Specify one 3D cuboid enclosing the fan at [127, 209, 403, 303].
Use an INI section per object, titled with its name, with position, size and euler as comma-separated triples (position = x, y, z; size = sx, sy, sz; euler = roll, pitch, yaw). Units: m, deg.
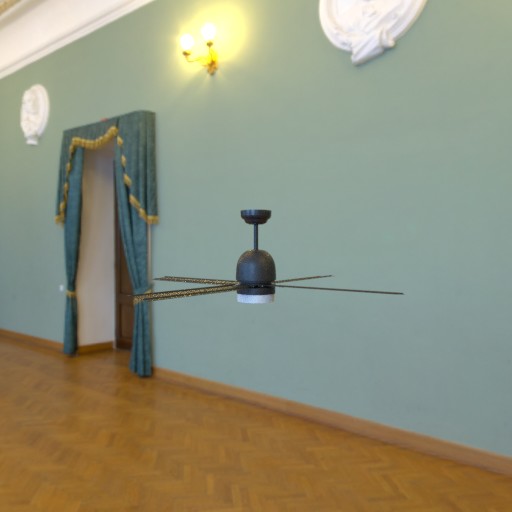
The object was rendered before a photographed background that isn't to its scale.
[fan]
position = 0.000, 0.000, 2.012
size = 1.319, 0.410, 1.319
euler = 1, 2, 36
